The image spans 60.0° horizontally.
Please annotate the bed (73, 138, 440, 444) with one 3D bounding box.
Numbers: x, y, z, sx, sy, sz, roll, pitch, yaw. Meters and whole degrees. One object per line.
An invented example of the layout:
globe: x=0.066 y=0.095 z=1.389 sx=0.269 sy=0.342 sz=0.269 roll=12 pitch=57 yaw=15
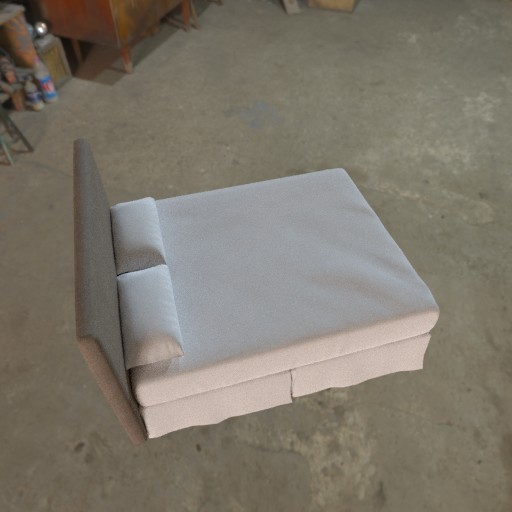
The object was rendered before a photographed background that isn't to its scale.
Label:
bed: x=0.000 y=0.000 z=3.135 sx=2.142 sy=1.330 sz=1.723 roll=-12 pitch=49 yaw=-11
